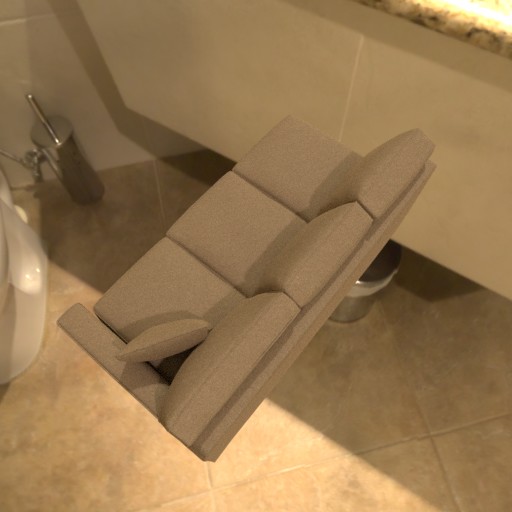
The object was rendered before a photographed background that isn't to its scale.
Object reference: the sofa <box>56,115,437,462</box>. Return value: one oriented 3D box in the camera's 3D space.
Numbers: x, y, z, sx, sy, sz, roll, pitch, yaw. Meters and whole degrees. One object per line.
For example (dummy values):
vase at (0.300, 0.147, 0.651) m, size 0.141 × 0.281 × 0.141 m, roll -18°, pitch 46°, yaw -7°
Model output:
sofa at (0.000, 0.000, 2.535) m, size 1.034 × 0.946 × 1.963 m, roll 37°, pitch 70°, yaw 16°
